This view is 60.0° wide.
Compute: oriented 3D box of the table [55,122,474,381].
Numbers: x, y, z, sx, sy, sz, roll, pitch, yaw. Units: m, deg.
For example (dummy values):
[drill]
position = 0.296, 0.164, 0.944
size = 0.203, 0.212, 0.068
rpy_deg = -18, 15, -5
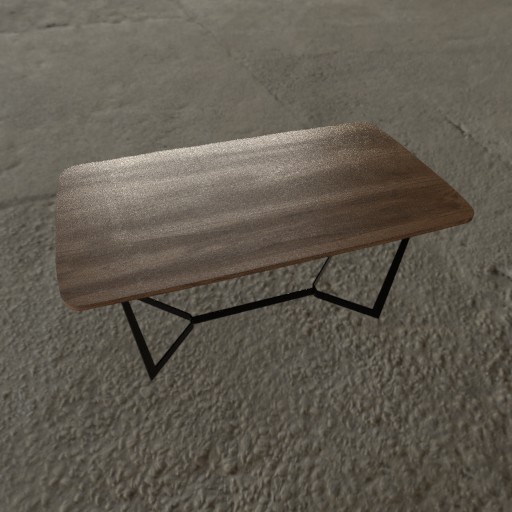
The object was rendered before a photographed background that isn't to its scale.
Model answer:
[table]
position = 0.000, 0.000, 2.169
size = 1.643, 0.765, 0.949
rpy_deg = -12, 43, -14
